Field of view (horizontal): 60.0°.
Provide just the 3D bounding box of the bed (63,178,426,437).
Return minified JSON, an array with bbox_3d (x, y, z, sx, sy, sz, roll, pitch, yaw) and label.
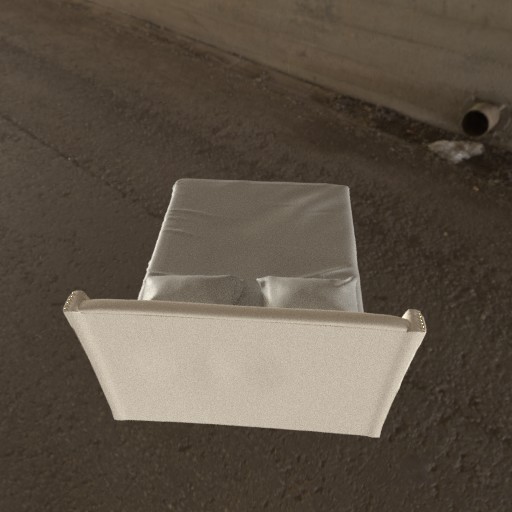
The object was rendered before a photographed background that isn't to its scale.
[{"bbox_3d":[0.000,0.000,3.537,1.925,1.332,2.276,3,45,3],"label":"bed"}]
